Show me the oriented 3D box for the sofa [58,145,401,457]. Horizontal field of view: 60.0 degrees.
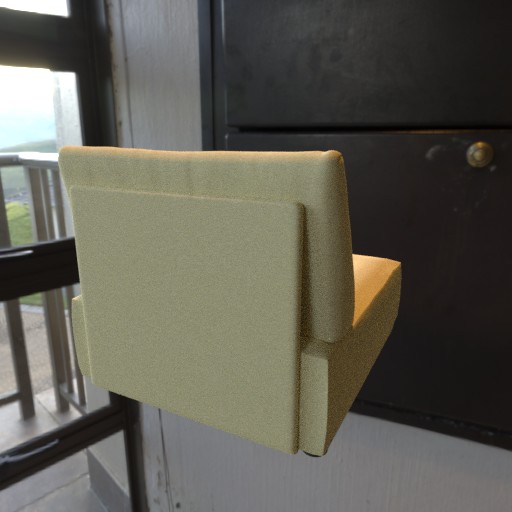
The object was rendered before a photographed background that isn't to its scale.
[{"bbox_3d":[0.000,0.000,1.674,0.930,0.820,1.000,8,17,27],"label":"sofa"}]
